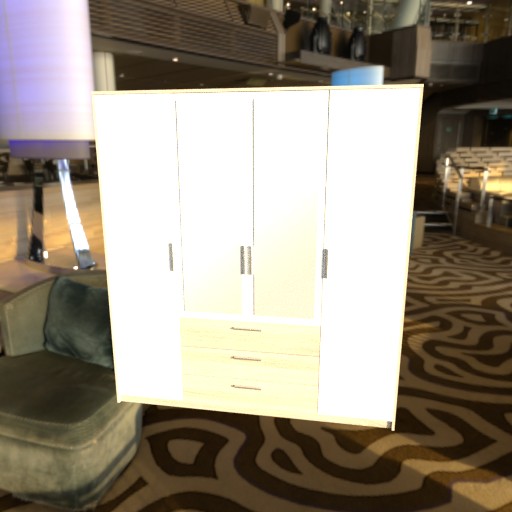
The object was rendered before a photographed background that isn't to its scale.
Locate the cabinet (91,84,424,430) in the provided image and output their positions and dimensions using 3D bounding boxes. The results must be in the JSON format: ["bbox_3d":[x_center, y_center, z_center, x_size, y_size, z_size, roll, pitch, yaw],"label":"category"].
[{"bbox_3d":[0.000,0.000,2.986,1.870,2.060,0.620,2,14,10],"label":"cabinet"}]
